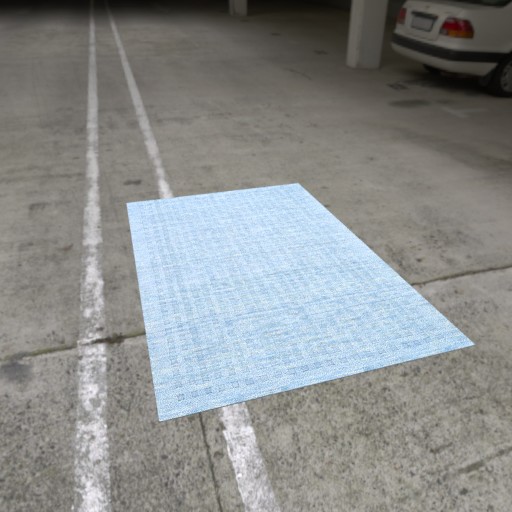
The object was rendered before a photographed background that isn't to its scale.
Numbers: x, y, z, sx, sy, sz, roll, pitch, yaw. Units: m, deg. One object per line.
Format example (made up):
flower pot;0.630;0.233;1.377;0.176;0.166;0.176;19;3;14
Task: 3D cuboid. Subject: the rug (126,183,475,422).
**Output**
rug;0.000;0.000;2.905;1.522;0.006;2.286;-9;31;-15
